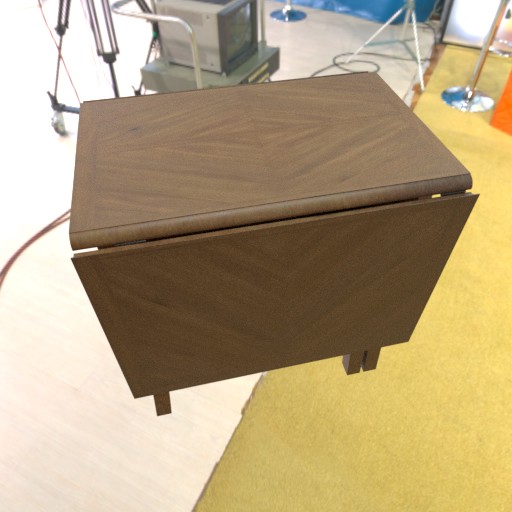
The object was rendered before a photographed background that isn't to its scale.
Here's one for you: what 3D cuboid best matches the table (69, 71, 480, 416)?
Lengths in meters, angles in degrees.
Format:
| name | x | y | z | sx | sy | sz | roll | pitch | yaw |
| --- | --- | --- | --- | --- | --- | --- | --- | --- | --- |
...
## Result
| name | x | y | z | sx | sy | sz | roll | pitch | yaw |
| --- | --- | --- | --- | --- | --- | --- | --- | --- | --- |
| table | 0.000 | 0.000 | 1.587 | 0.967 | 0.981 | 0.701 | -9 | 47 | -9 |
